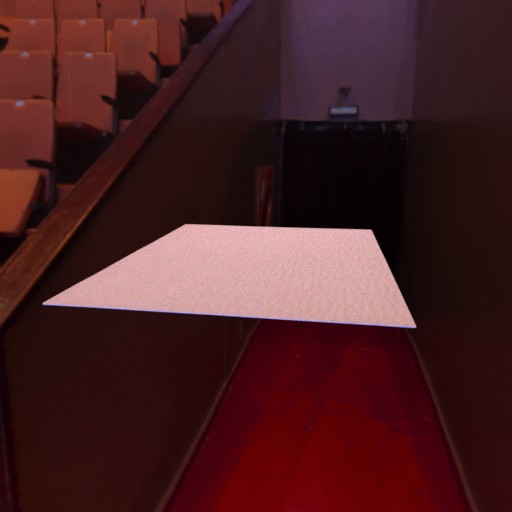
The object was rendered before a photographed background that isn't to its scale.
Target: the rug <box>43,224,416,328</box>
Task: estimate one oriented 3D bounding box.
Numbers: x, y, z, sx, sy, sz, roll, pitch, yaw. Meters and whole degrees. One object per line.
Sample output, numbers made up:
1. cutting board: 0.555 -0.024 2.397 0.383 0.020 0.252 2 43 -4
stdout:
1. rug: 0.000 0.000 4.245 2.410 0.021 3.055 2 14 9
